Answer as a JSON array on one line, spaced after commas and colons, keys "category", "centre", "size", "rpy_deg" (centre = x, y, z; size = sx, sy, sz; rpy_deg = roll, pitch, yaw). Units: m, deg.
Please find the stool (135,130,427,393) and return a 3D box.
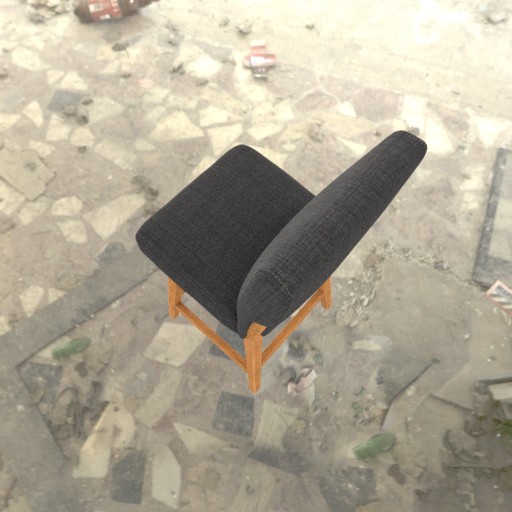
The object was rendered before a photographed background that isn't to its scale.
[{"category": "stool", "centre": [0.000, 0.000, 1.291], "size": [0.526, 1.010, 0.459], "rpy_deg": [38, 69, 18]}]
